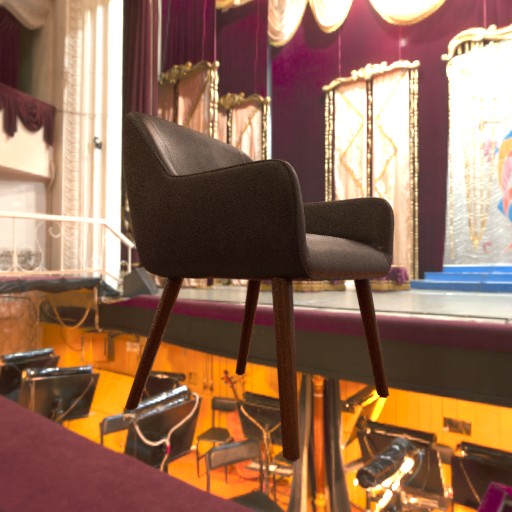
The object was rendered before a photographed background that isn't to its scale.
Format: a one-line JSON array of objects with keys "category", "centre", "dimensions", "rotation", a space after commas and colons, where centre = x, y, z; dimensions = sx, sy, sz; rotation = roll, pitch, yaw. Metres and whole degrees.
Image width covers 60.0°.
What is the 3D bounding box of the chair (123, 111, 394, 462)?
[{"category": "chair", "centre": [0.000, 0.000, 1.260], "dimensions": [0.610, 0.828, 0.610], "rotation": [-1, -2, 35]}]
